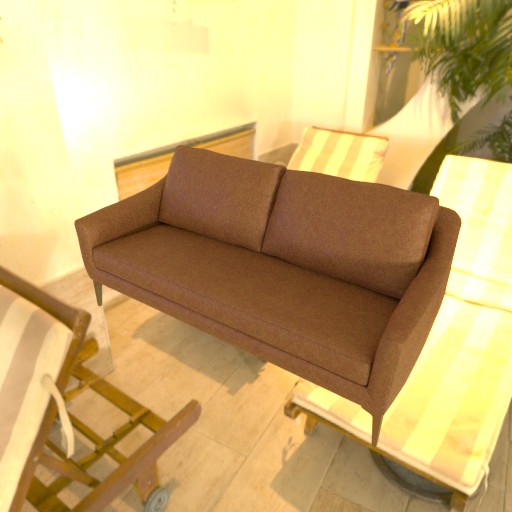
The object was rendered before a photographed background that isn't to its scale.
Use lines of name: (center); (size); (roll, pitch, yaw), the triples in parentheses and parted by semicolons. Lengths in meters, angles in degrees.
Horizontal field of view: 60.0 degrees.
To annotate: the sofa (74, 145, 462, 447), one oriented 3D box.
sofa: (0.000, 0.000, 2.569); (2.036, 0.945, 0.981); (18, 33, 30)
